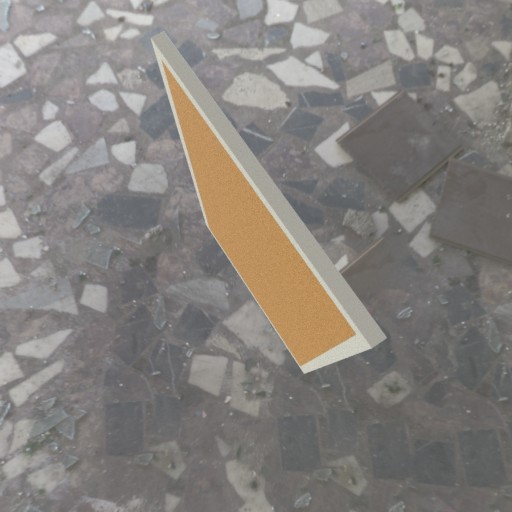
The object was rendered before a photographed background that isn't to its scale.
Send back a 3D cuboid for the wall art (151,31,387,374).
[{"bbox_3d":[0.000,0.000,0.540,0.013,0.433,0.303,-32,76,-9],"label":"wall art"}]
